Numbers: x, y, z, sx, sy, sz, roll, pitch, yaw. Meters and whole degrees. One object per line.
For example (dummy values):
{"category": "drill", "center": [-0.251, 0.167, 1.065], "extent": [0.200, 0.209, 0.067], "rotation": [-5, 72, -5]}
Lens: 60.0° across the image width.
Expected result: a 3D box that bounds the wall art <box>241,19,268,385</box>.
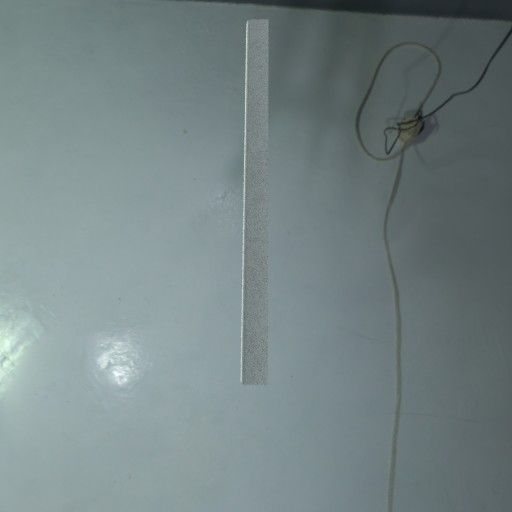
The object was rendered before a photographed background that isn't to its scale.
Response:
{"category": "wall art", "center": [0.000, 0.000, 1.131], "extent": [0.038, 0.912, 0.607], "rotation": [0, 75, 0]}
